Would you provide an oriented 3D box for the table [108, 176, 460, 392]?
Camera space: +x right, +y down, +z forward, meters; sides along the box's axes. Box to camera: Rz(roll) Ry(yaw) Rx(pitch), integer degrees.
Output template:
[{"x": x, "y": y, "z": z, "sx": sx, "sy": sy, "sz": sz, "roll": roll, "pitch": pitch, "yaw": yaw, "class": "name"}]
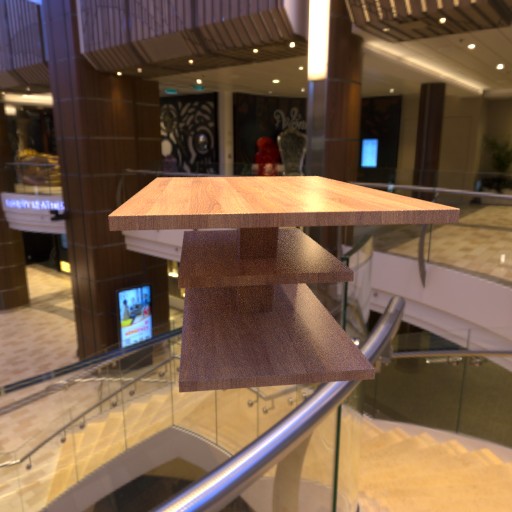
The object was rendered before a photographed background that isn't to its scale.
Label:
[{"x": 0.000, "y": 0.000, "z": 1.448, "sx": 0.700, "sy": 0.442, "sz": 1.100, "roll": -2, "pitch": 14, "yaw": -7, "class": "table"}]
